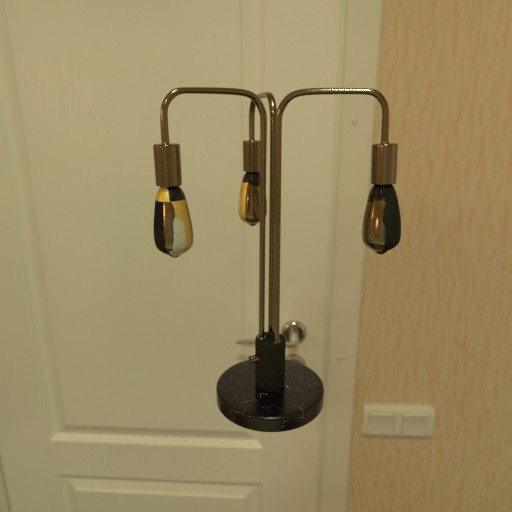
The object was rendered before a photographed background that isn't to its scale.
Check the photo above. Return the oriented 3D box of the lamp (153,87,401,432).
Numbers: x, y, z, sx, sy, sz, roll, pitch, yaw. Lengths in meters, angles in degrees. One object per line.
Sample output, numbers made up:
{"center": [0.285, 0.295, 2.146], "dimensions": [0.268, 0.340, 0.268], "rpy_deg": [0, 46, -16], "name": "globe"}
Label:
{"center": [0.000, 0.000, 0.796], "dimensions": [0.368, 0.560, 0.355], "rpy_deg": [-8, 19, -25], "name": "lamp"}
